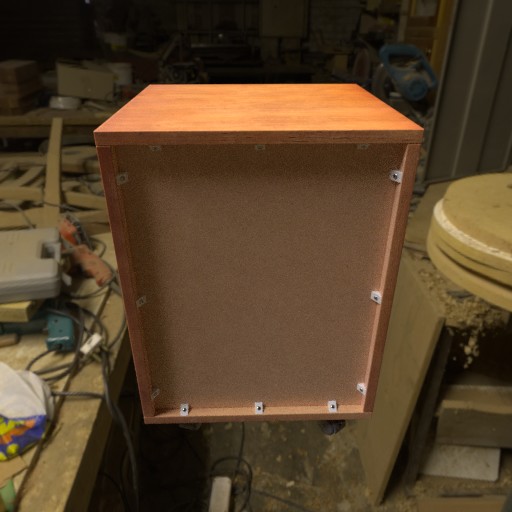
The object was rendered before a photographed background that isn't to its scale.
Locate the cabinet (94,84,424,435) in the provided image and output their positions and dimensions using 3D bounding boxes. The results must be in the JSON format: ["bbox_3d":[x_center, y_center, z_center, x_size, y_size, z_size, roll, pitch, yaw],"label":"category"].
[{"bbox_3d":[0.000,0.000,0.862,0.409,0.579,0.401,-1,29,-1],"label":"cabinet"}]
